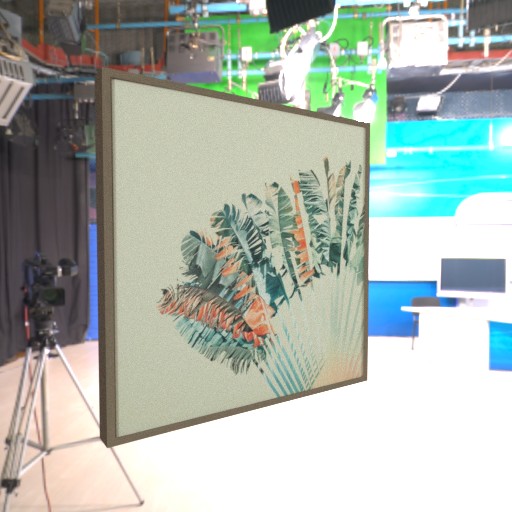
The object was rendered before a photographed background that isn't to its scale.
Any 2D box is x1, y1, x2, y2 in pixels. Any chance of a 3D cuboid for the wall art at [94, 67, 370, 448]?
[{"bbox_3d":[0.000,0.000,0.744,0.508,0.506,0.038,-2,3,-34],"label":"wall art"}]
